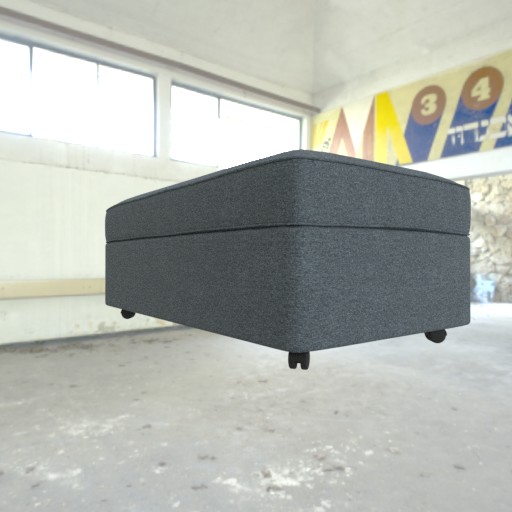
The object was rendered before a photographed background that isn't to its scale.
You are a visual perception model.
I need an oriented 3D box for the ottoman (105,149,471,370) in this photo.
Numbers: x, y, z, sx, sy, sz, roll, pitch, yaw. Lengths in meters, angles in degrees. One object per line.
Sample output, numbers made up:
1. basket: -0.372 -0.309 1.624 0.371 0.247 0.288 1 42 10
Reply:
1. ottoman: 0.000 0.000 1.516 0.681 0.494 1.173 0 -1 -36
